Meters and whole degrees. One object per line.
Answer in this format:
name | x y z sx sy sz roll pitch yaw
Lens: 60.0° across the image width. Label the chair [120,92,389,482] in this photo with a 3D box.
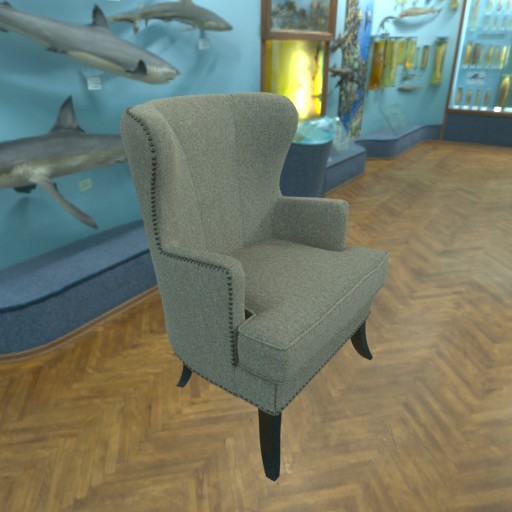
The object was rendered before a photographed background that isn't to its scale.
chair | 0.000 0.000 1.607 0.758 1.060 0.759 17 30 33
